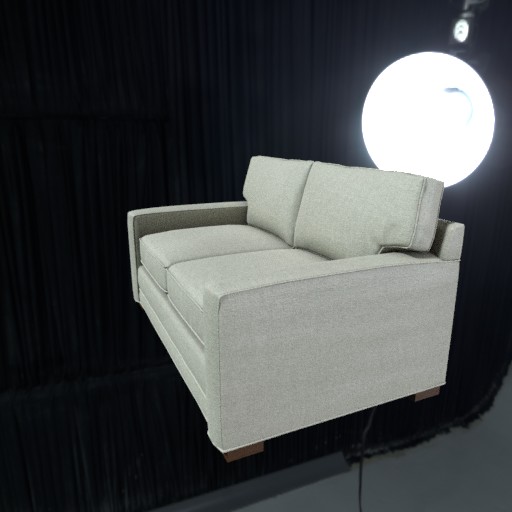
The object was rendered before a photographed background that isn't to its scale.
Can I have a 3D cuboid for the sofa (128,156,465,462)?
[{"bbox_3d":[0.000,0.000,2.067,0.940,0.853,1.484,-7,17,-24],"label":"sofa"}]
